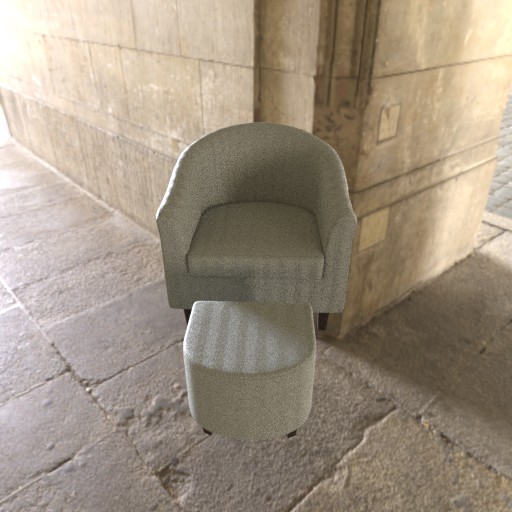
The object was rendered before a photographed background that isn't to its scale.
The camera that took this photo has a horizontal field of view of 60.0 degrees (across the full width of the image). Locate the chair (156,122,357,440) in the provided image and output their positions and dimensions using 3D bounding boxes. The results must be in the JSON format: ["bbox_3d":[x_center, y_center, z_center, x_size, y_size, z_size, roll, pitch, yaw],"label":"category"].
[{"bbox_3d":[0.000,0.000,1.779,0.756,0.757,1.288,1,30,2],"label":"chair"}]
